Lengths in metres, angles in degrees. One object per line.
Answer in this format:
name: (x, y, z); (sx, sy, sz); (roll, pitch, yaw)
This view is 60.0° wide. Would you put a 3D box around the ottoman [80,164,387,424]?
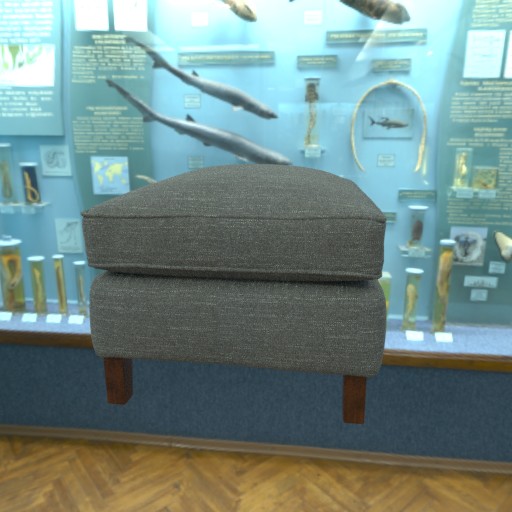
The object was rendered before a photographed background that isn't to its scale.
ottoman: (0.000, 0.000, 1.004); (0.508, 0.406, 0.686); (2, 14, 8)
